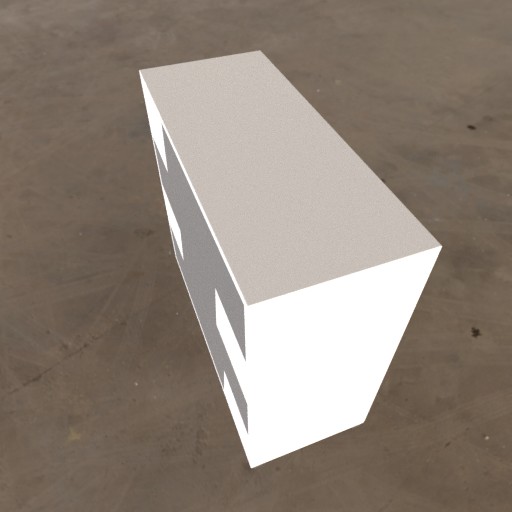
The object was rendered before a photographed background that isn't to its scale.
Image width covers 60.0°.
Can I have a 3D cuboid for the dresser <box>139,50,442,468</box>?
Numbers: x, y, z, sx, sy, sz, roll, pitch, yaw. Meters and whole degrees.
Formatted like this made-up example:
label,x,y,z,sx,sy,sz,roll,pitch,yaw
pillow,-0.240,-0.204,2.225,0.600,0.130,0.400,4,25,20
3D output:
label,x,y,z,sx,sy,sz,roll,pitch,yaw
dresser,0.000,0.000,1.636,0.460,1.000,1.100,-16,49,-14
